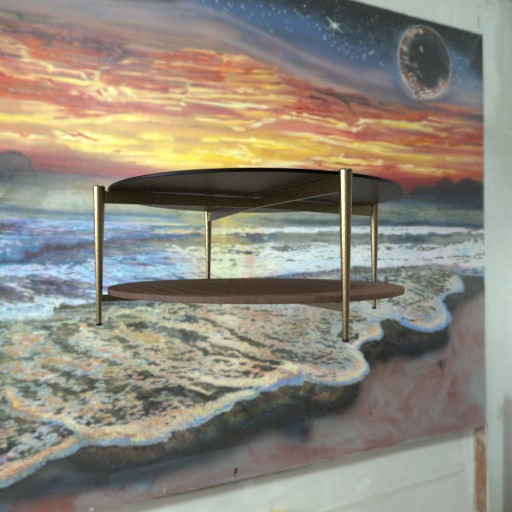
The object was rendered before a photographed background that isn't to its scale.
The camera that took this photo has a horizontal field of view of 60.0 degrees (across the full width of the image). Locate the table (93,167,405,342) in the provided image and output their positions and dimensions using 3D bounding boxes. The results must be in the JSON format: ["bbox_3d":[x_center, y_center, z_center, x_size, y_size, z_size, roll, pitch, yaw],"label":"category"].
[{"bbox_3d":[0.000,0.000,1.475,0.938,0.400,0.938,0,0,35],"label":"table"}]
